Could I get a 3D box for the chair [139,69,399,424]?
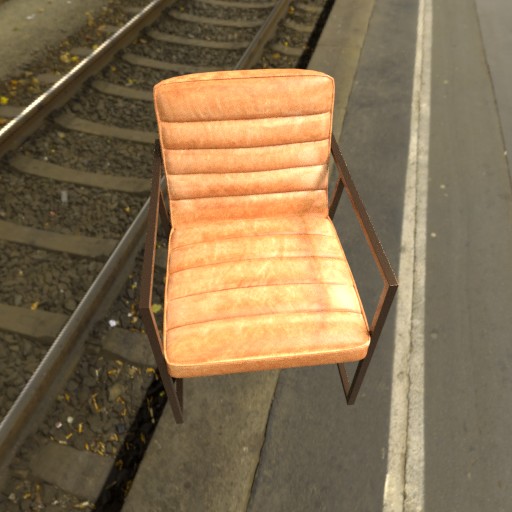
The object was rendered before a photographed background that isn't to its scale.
[{"bbox_3d":[0.000,0.000,1.305,0.571,0.832,0.677,-5,48,-4],"label":"chair"}]
